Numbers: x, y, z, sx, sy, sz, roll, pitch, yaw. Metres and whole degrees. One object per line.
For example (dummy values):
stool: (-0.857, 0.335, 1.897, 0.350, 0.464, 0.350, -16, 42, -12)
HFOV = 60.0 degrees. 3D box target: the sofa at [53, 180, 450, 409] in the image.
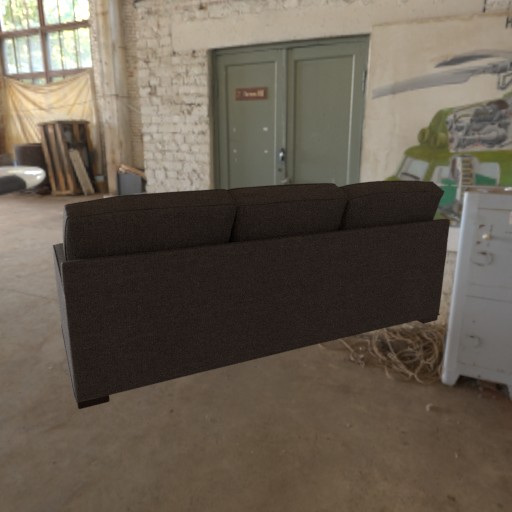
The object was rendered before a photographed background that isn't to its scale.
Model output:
sofa: (0.000, 0.000, 2.874, 2.369, 0.978, 1.004, -7, 17, -26)
